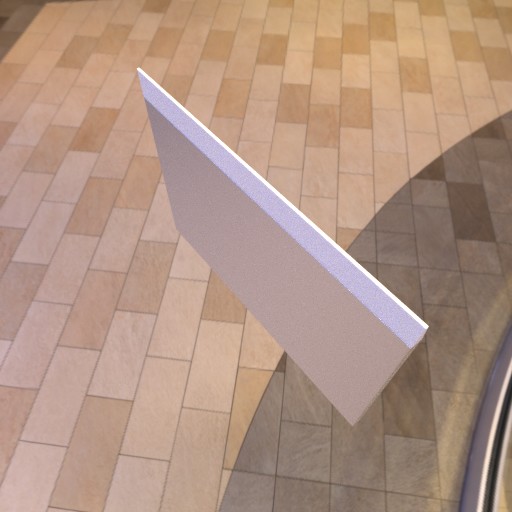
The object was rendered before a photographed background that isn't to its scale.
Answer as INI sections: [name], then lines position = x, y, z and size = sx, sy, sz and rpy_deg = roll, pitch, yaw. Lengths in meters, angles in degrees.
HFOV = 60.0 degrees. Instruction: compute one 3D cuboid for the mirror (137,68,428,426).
[mirror]
position = 0.000, 0.000, 1.138
size = 0.030, 0.630, 0.870
rpy_deg = -34, 62, -21
